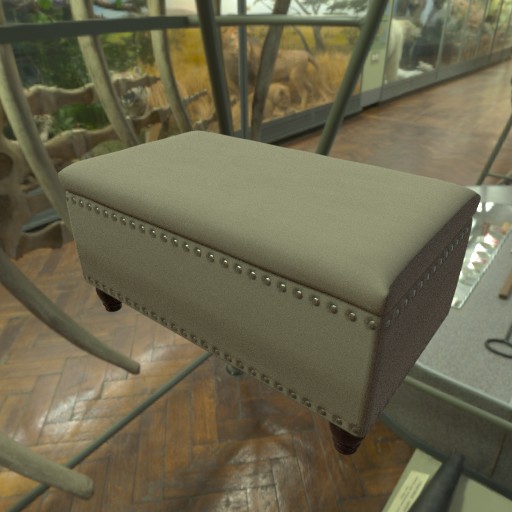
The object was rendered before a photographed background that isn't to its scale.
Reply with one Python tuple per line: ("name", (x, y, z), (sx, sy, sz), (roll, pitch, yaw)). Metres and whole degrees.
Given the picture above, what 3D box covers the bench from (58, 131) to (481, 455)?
("bench", (0.000, 0.000, 1.142), (0.887, 0.449, 0.500), (21, 35, 33))
